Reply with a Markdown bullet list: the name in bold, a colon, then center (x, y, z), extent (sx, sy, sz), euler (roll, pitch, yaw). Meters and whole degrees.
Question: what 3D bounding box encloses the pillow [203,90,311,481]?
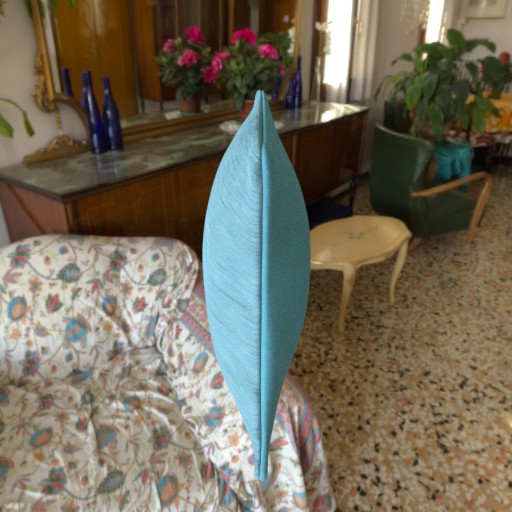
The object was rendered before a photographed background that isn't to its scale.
- **pillow**: center (0.000, 0.000, 0.647), extent (0.151, 0.415, 0.433), euler (0, 27, 1)
